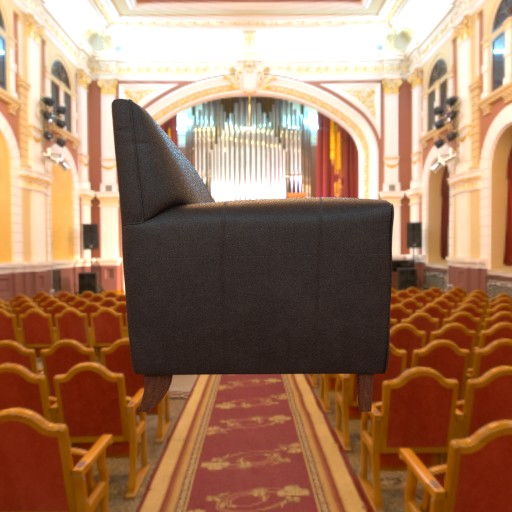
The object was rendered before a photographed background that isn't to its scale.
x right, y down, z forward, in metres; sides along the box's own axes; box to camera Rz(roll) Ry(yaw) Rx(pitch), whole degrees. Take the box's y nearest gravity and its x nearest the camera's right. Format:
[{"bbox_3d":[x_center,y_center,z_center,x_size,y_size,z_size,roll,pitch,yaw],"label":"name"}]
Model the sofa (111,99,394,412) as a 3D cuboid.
[{"bbox_3d":[0.000,0.000,1.925,0.787,0.871,1.473,0,1,0],"label":"sofa"}]
